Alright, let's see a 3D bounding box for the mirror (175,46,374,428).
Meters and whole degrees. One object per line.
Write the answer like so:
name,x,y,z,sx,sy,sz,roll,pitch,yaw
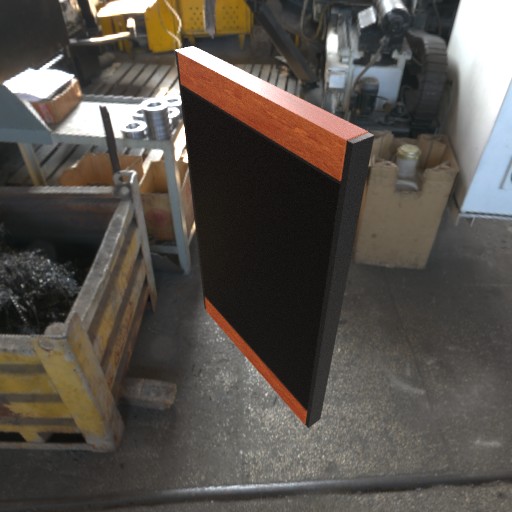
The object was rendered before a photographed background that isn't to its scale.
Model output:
mirror,0.000,0.000,1.069,0.047,0.823,0.525,-26,48,-26
